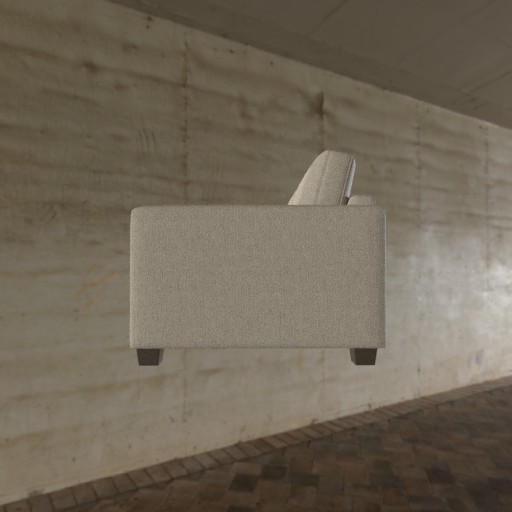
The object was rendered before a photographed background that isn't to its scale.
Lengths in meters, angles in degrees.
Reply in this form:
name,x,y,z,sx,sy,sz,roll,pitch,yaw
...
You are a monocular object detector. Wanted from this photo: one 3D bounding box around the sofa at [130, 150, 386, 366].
name,x,y,z,sx,sy,sz,roll,pitch,yaw
sofa,0.000,0.000,2.595,0.900,0.800,2.160,0,-1,0
